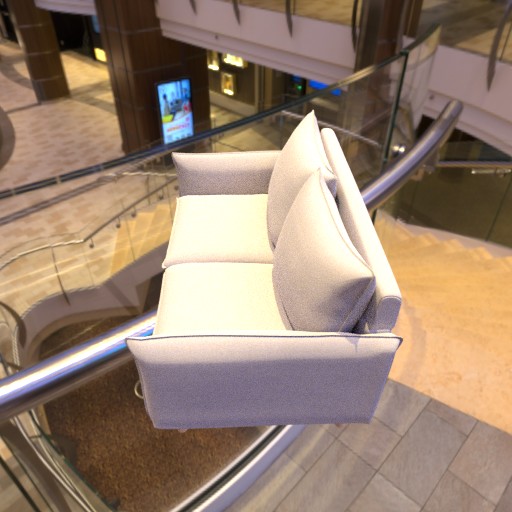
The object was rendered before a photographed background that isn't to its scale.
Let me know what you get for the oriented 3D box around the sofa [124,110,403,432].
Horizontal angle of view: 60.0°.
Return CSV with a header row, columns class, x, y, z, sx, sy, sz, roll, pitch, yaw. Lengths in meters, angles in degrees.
class,x,y,z,sx,sy,sz,roll,pitch,yaw
sofa,0.000,0.000,1.878,0.820,0.840,1.300,-1,39,-1
